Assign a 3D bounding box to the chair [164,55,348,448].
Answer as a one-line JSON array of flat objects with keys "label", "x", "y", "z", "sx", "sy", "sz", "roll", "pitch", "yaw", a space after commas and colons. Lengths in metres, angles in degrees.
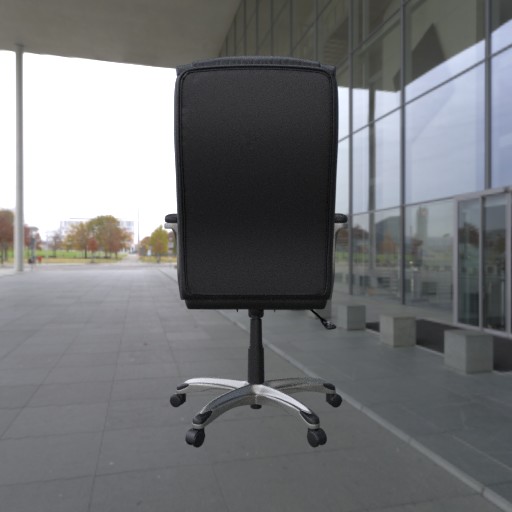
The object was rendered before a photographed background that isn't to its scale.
[{"label": "chair", "x": 0.000, "y": 0.000, "z": 1.611, "sx": 0.663, "sy": 1.155, "sz": 0.739, "roll": 0, "pitch": 0, "yaw": 0}]
